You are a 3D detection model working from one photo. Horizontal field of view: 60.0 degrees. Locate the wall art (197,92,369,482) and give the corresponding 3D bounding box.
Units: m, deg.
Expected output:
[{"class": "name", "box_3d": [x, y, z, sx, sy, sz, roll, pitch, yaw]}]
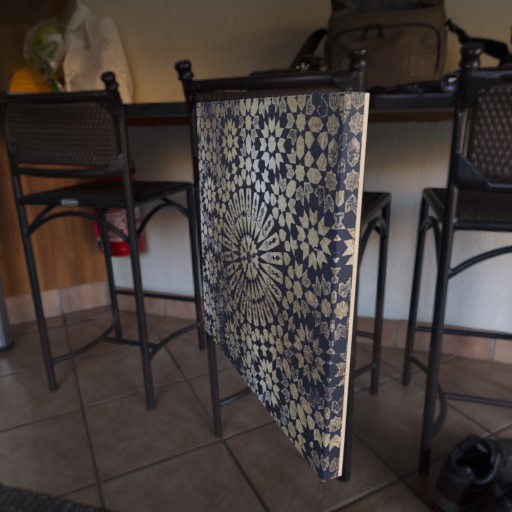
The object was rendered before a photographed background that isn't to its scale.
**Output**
[{"class": "wall art", "box_3d": [0.000, 0.000, 0.916, 0.038, 0.612, 0.612, -8, 19, -24]}]
